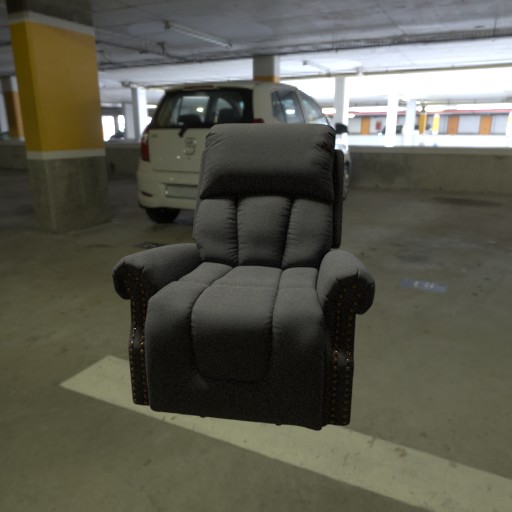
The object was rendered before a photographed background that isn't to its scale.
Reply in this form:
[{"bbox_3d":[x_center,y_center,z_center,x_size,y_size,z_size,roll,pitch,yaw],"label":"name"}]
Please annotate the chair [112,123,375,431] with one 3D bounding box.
[{"bbox_3d":[0.000,0.000,1.779,0.871,1.031,0.979,3,16,9],"label":"chair"}]
